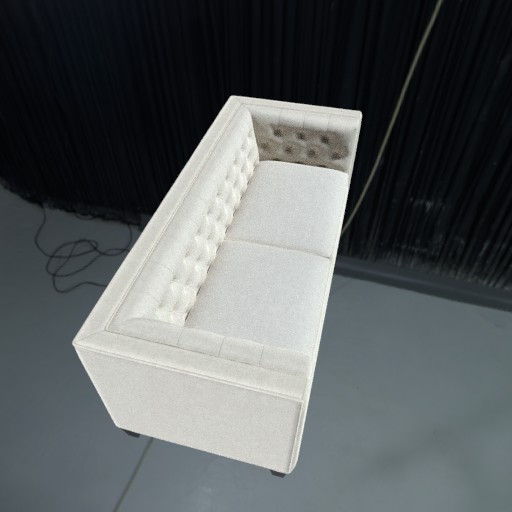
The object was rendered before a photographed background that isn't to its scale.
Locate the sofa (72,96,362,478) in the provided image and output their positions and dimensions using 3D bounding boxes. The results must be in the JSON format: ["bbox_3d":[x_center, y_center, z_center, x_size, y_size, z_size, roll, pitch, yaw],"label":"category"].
[{"bbox_3d":[0.000,0.000,2.218,0.775,0.762,1.778,11,47,10],"label":"sofa"}]
